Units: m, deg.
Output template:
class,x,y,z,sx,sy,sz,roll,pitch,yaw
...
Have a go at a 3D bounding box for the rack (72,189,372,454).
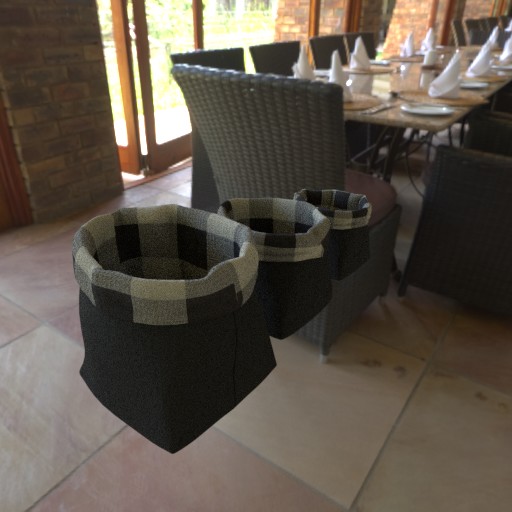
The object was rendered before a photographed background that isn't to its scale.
class,x,y,z,sx,sy,sz,roll,pitch,yaw
rack,0.000,0.000,1.083,0.370,0.329,0.889,21,35,33
